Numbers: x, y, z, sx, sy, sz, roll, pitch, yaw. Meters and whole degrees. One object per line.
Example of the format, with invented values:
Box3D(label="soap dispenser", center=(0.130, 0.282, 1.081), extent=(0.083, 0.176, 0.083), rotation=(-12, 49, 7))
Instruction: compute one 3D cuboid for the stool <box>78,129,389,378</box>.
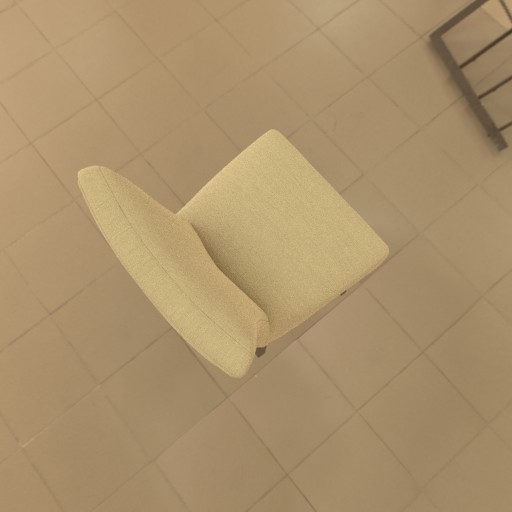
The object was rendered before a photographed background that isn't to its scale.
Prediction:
Box3D(label="stool", center=(0.000, 0.000, 1.325), extent=(0.574, 1.000, 0.514), rotation=(-39, 78, -10))
